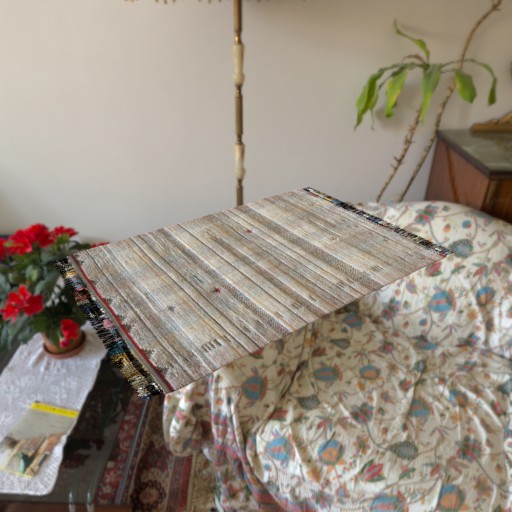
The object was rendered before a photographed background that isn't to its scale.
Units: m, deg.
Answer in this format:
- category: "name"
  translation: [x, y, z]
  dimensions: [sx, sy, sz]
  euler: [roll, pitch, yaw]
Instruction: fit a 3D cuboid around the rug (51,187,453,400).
- category: "rug"
  translation: [0.000, 0.000, 2.399]
  dimensions: [1.848, 0.012, 1.217]
  euler: [-20, 36, -30]
